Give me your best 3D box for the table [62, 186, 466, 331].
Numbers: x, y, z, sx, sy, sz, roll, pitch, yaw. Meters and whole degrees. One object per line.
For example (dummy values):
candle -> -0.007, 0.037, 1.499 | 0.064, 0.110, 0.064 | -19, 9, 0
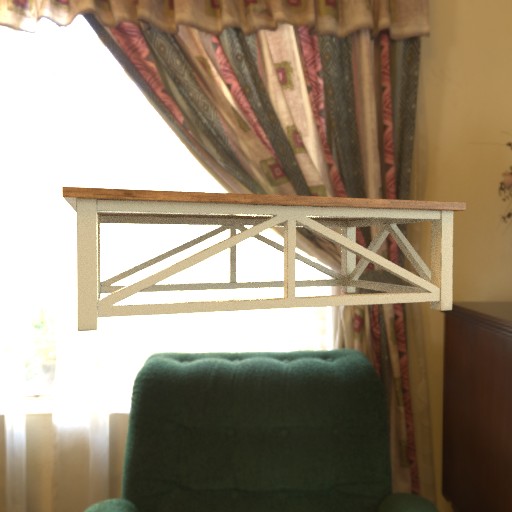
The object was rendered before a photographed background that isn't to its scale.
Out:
table -> 0.000, 0.000, 1.829 | 1.400, 0.410, 0.800 | 0, 1, -19
